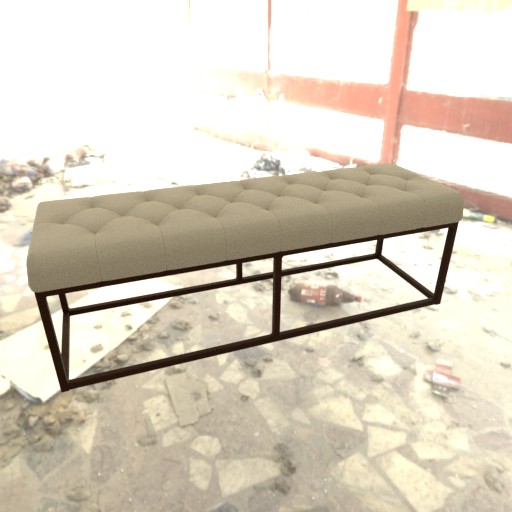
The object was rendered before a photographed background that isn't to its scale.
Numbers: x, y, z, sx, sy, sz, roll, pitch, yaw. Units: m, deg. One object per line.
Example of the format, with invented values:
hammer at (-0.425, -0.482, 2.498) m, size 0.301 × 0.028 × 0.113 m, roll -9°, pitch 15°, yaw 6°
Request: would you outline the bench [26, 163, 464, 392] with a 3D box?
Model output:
bench at (0.000, 0.000, 1.686) m, size 1.488 × 0.488 × 0.479 m, roll -10°, pitch 29°, yaw -18°
